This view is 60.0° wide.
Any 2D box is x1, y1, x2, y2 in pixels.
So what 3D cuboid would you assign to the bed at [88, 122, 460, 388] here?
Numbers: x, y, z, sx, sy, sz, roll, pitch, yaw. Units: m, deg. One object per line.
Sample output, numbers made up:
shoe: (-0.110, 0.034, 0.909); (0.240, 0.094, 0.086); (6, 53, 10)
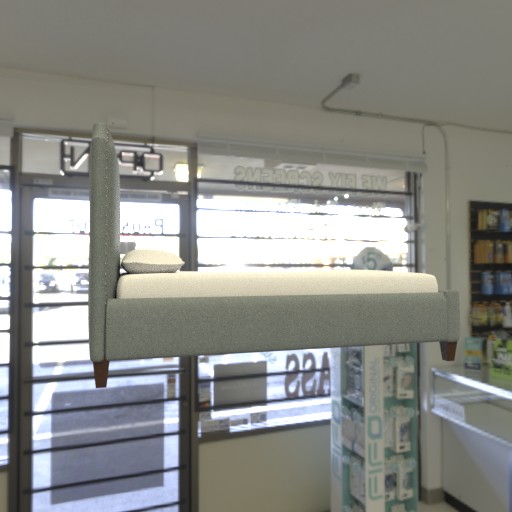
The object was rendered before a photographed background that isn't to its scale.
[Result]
bed: (0.000, 0.000, 3.447); (2.372, 1.443, 1.712); (0, -2, -17)
